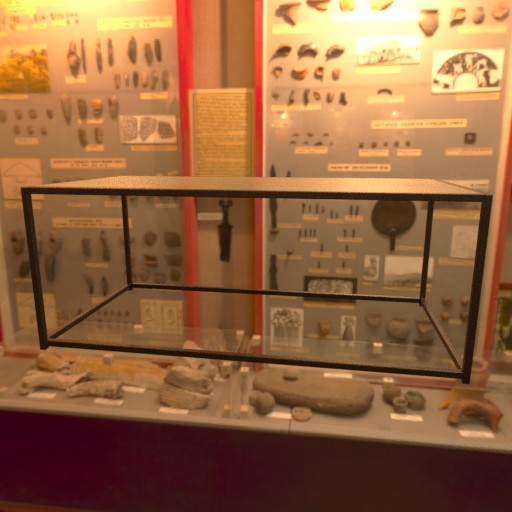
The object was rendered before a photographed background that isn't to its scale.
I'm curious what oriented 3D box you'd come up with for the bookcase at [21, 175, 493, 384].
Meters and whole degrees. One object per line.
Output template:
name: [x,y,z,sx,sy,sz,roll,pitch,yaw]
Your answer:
bookcase: [0.000,0.000,1.209,1.000,0.400,0.500,2,14,9]
